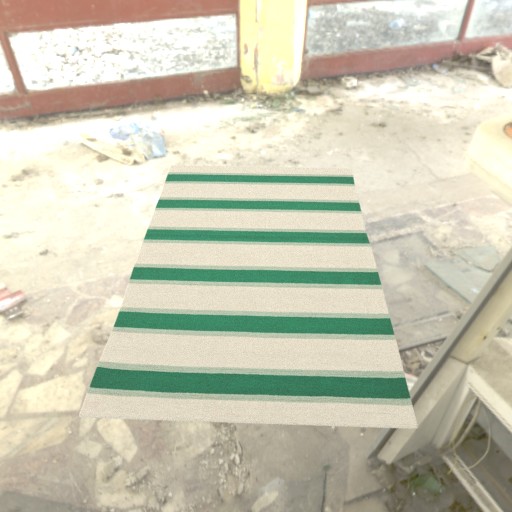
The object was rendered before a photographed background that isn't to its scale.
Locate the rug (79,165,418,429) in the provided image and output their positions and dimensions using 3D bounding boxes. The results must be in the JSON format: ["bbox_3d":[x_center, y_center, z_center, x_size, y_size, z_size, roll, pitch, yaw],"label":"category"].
[{"bbox_3d":[0.000,0.000,2.272,1.210,0.012,1.829,1,40,2],"label":"rug"}]
